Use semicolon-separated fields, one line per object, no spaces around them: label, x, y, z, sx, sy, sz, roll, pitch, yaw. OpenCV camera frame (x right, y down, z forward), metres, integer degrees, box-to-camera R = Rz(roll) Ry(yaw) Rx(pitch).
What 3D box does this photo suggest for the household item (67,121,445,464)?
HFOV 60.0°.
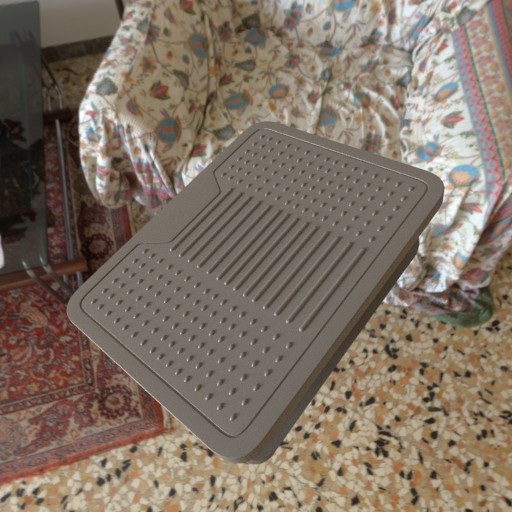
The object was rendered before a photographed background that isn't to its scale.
household item;0.000;0.000;0.535;0.301;0.126;0.390;36;69;16
